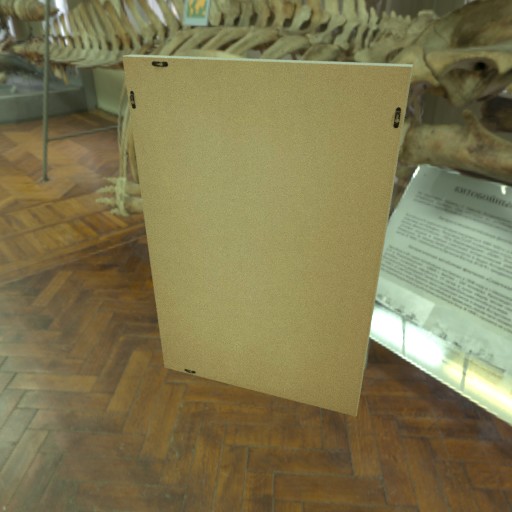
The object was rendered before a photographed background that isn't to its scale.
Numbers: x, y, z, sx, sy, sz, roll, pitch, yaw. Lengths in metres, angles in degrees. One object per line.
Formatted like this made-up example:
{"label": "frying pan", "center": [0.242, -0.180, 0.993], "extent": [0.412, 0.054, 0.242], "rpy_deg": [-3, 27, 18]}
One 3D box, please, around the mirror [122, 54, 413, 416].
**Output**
{"label": "mirror", "center": [0.000, 0.000, 1.125], "extent": [0.609, 0.915, 0.041], "rpy_deg": [9, 31, 16]}
